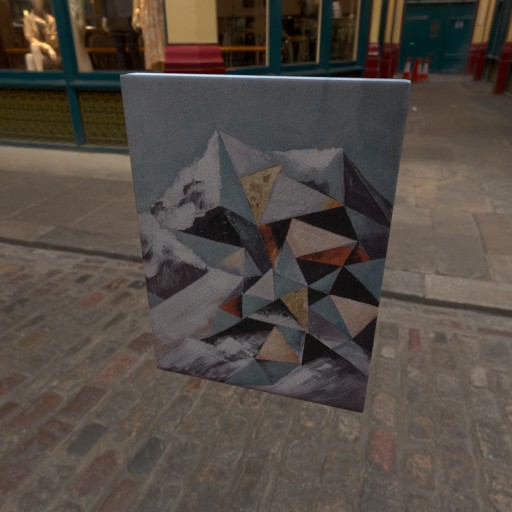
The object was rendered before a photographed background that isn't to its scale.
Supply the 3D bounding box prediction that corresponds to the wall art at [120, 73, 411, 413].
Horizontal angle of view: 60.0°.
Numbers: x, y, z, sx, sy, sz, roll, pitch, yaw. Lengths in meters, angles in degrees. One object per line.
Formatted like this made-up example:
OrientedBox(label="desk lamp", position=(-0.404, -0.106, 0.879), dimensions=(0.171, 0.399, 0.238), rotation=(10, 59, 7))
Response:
OrientedBox(label="wall art", position=(0.000, 0.000, 0.815), dimensions=(0.455, 0.613, 0.037), rotation=(8, 27, 15))
